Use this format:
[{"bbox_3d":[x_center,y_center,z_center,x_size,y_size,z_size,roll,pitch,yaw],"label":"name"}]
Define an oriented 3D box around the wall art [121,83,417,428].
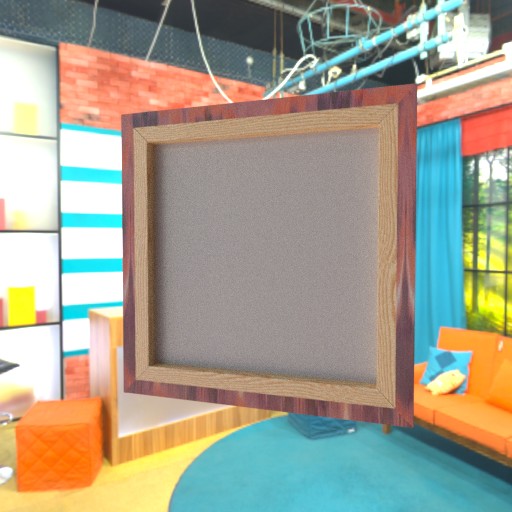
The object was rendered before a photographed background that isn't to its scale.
[{"bbox_3d":[0.000,0.000,0.892,0.603,0.609,0.037,1,2,18],"label":"wall art"}]
